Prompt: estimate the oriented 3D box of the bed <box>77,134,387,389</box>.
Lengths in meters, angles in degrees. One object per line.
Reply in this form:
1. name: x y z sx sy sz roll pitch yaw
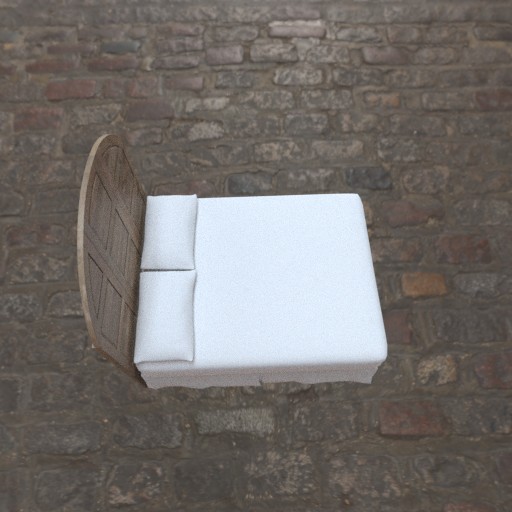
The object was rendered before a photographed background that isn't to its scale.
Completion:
1. bed: 0.000 0.000 3.517 2.112 2.002 1.713 -2 64 -1
